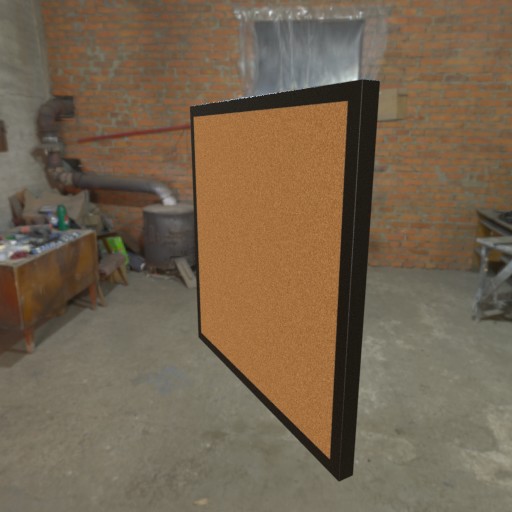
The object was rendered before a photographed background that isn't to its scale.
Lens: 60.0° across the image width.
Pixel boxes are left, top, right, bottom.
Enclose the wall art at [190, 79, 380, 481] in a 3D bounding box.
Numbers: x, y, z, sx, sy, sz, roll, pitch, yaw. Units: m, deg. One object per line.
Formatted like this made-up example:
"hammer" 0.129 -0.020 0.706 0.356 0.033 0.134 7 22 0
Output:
"wall art" 0.000 0.000 1.132 0.038 0.765 0.765 -8 17 -28
